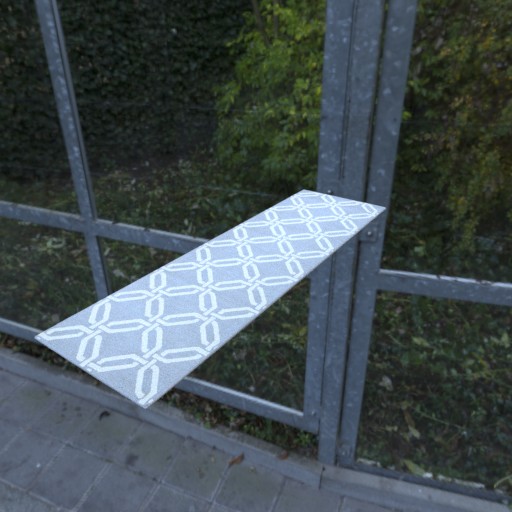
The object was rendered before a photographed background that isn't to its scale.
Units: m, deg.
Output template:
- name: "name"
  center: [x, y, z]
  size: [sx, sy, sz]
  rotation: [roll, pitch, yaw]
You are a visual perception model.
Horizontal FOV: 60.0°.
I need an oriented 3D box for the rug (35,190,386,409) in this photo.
- name: "rug"
  center: [0.000, 0.000, 2.509]
  size: [0.678, 0.014, 2.276]
  rotation: [18, 33, 31]
